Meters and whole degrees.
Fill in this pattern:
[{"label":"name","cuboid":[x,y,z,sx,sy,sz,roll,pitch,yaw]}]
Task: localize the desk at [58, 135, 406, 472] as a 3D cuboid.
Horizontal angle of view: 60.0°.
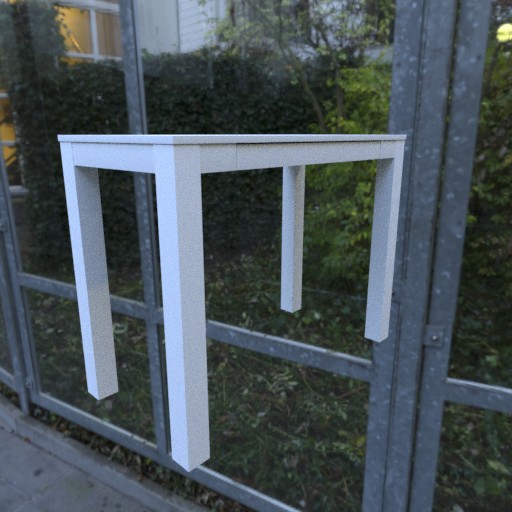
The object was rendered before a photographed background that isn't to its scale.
[{"label":"desk","cuboid":[0.000,0.000,1.446,0.497,0.762,0.990,14,21,41]}]
